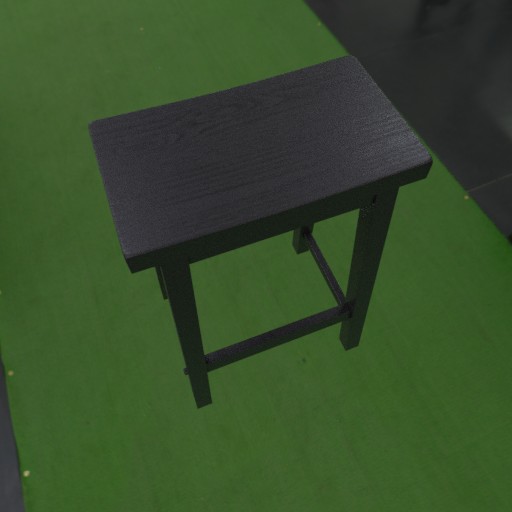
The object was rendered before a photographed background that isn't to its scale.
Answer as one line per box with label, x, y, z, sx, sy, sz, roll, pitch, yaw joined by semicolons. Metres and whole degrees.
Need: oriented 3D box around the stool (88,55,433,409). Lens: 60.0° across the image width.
stool;0.000;0.000;0.848;0.406;0.610;0.322;-19;62;-10
